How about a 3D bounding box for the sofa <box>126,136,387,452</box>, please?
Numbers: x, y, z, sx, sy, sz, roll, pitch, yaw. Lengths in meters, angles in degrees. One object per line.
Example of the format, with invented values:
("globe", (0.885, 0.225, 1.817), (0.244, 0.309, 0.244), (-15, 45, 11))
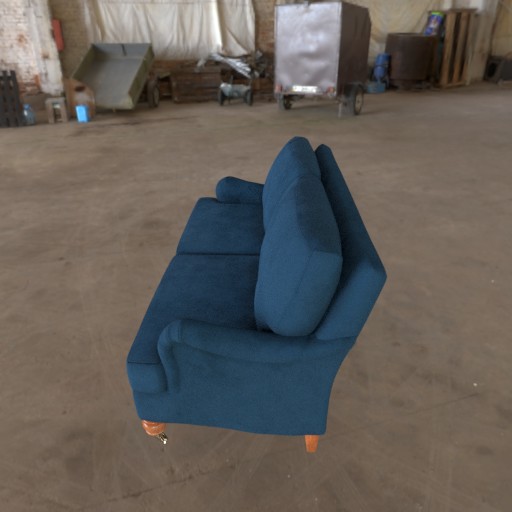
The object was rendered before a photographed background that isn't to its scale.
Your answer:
("sofa", (0.000, 0.000, 2.796), (1.084, 1.101, 2.141), (1, 27, 2))
